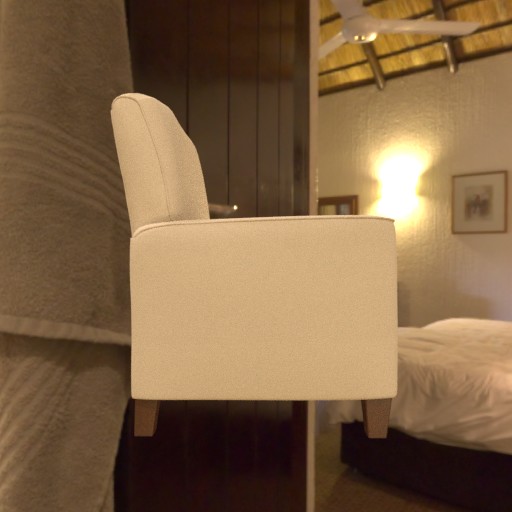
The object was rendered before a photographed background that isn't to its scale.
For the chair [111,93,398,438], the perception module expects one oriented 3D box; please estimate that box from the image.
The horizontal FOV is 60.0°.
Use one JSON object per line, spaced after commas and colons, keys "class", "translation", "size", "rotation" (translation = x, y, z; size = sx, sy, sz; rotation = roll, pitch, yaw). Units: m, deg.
{"class": "chair", "translation": [0.000, 0.000, 1.629], "size": [0.858, 1.028, 0.841], "rotation": [0, 0, 1]}
